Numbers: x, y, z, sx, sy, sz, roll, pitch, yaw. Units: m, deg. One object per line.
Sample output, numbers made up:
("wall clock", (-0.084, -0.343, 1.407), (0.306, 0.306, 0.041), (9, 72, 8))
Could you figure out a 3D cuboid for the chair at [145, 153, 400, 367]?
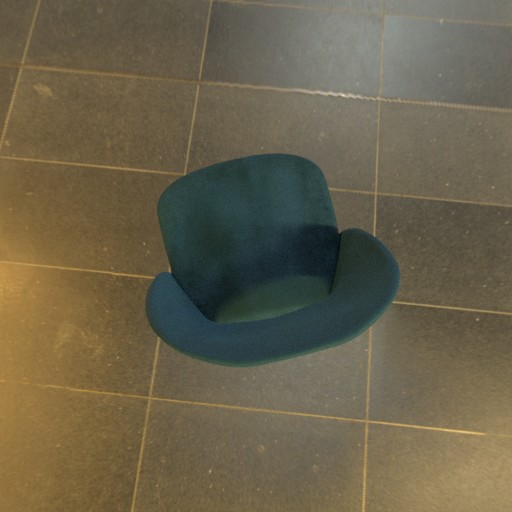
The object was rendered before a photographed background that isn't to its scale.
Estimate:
("chair", (0.000, 0.000, 1.213), (0.527, 0.860, 0.577), (-13, 76, -3))
